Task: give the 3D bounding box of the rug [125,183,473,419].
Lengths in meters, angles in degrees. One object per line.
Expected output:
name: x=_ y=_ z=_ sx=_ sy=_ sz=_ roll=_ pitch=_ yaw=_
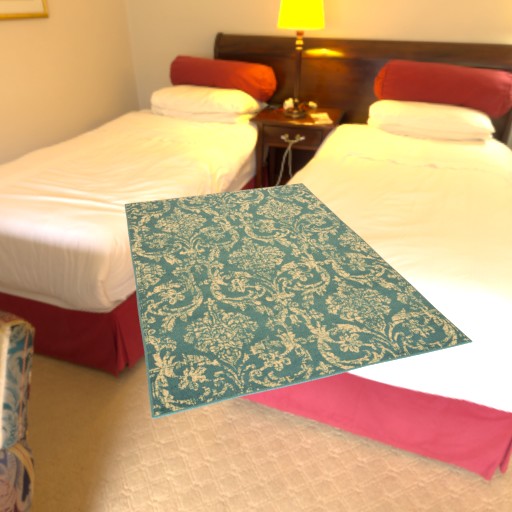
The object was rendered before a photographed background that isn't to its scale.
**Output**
rug: x=0.000 y=0.000 z=2.884 sx=1.554 sy=0.012 sz=2.205 roll=-9 pitch=32 yaw=-15
